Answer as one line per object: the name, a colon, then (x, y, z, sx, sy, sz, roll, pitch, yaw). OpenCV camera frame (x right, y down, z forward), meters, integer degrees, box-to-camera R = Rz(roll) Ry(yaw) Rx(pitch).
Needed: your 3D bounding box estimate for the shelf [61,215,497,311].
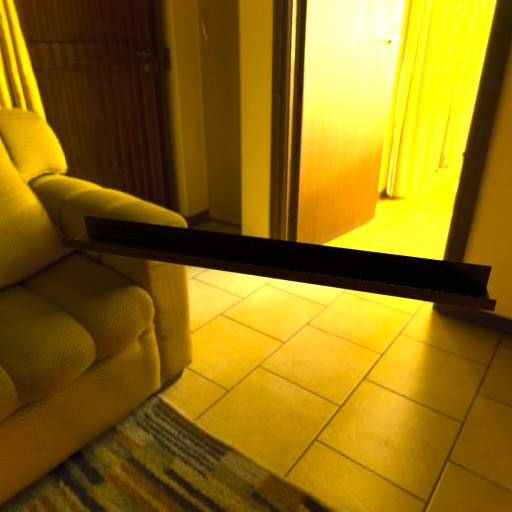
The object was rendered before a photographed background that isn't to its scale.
shelf: (0.000, 0.000, 0.949, 0.924, 0.049, 0.092, 8, 27, 16)
